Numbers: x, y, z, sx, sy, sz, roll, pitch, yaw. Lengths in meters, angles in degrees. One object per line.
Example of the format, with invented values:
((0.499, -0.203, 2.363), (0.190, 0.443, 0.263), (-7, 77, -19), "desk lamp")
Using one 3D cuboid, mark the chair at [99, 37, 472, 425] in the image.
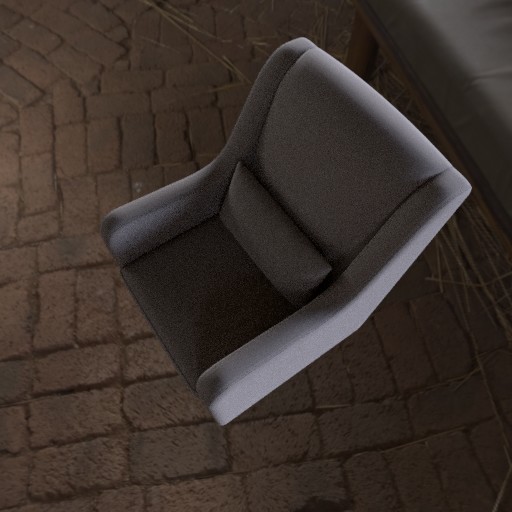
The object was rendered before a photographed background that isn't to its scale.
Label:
((0.000, 0.000, 1.551), (0.863, 1.010, 0.715), (-32, 67, -15), "chair")
